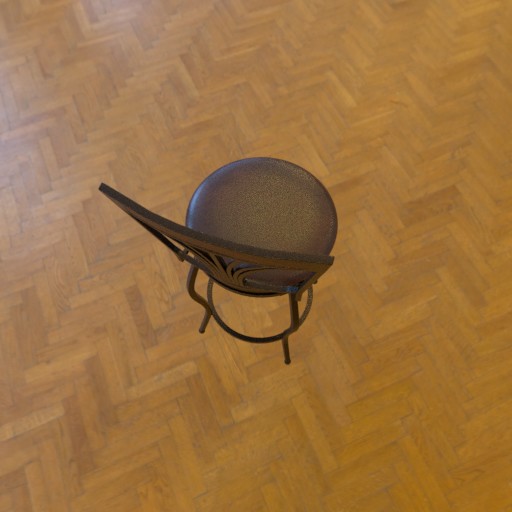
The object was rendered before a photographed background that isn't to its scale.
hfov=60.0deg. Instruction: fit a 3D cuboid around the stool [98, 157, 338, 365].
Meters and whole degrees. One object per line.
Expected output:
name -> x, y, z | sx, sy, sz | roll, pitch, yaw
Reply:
stool -> 0.000, 0.000, 1.349 | 0.433, 1.117, 0.514 | 18, 65, 9
